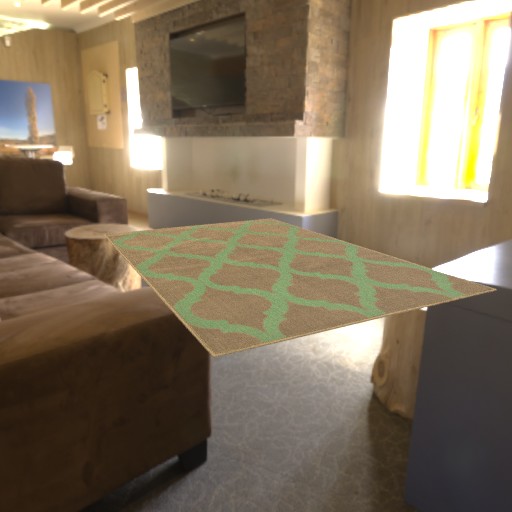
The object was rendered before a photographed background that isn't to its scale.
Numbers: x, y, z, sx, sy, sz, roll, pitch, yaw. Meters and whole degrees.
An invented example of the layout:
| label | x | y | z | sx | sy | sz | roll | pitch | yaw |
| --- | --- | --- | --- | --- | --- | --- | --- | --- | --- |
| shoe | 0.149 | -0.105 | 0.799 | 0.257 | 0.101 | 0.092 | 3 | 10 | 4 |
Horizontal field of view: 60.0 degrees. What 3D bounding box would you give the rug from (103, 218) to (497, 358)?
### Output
| label | x | y | z | sx | sy | sz | roll | pitch | yaw |
| --- | --- | --- | --- | --- | --- | --- | --- | --- | --- |
| rug | 0.000 | 0.000 | 2.855 | 1.524 | 0.006 | 2.286 | -8 | 17 | -27 |
